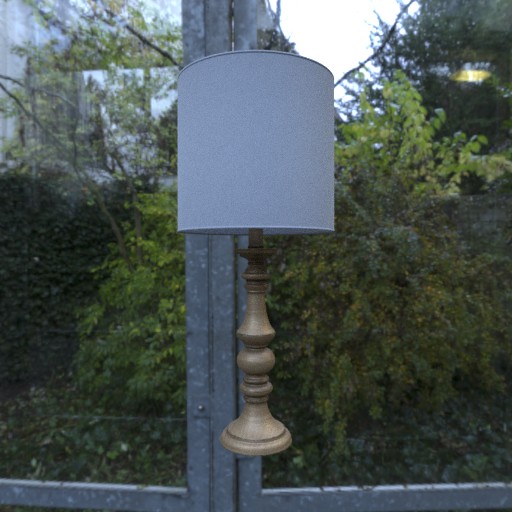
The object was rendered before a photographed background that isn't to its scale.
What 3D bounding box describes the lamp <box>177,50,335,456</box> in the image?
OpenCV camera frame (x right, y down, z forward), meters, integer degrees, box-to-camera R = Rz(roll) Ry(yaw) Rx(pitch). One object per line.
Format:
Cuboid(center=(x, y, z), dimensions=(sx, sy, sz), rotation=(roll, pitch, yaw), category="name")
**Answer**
Cuboid(center=(0.000, 0.000, 0.718), dimensions=(0.250, 0.597, 0.250), rotation=(0, 0, 18), category="lamp")
